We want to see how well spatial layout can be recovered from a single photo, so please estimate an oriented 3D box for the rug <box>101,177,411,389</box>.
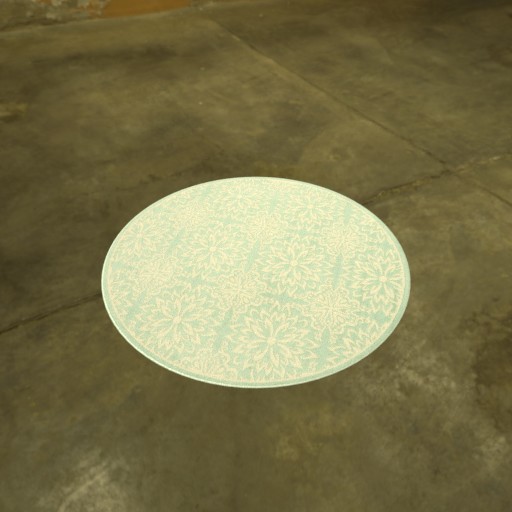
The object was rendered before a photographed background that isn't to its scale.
[{"bbox_3d":[0.000,0.000,2.359,1.593,0.012,1.593,0,41,0],"label":"rug"}]
